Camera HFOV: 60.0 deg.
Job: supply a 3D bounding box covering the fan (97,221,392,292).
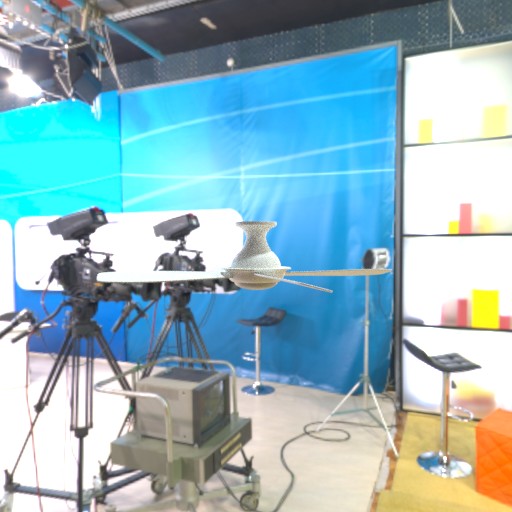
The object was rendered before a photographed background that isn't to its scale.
[{"bbox_3d":[0.000,0.000,2.502,1.693,0.382,1.694,0,1,-16],"label":"fan"}]
